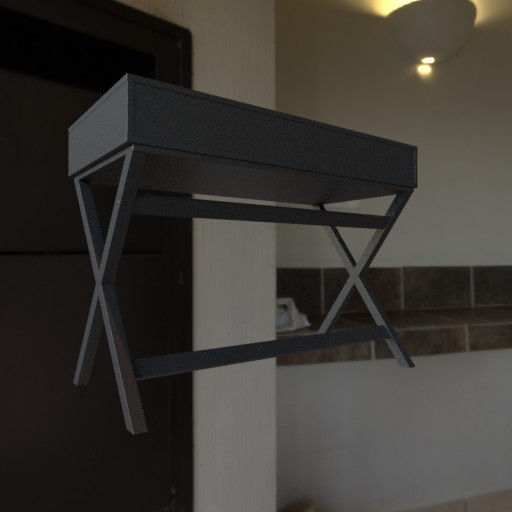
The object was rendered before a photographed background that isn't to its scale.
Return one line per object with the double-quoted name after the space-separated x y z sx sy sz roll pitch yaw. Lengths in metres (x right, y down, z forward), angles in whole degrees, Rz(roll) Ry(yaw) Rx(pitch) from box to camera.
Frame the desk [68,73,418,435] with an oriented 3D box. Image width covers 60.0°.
0.000 0.000 1.466 1.057 0.780 0.504 0 0 -36 "desk"
